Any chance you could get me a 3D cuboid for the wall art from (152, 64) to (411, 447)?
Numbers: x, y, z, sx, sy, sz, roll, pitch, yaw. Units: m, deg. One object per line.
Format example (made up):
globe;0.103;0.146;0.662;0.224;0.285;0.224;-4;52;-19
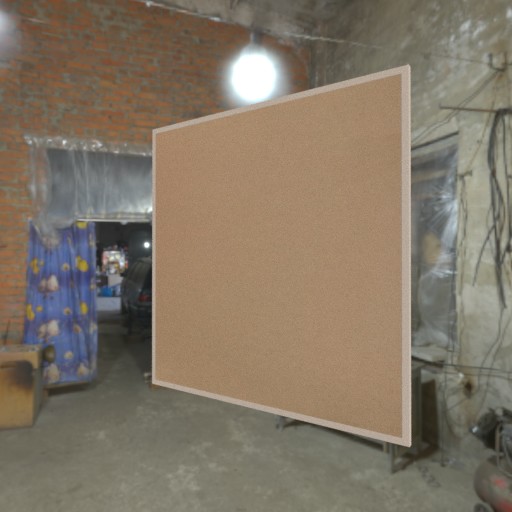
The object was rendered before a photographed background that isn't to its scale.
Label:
wall art;0.000;0.000;1.180;0.809;0.809;0.012;0;0;36
